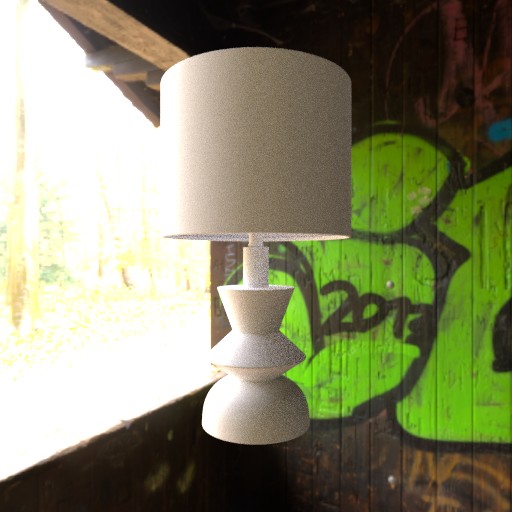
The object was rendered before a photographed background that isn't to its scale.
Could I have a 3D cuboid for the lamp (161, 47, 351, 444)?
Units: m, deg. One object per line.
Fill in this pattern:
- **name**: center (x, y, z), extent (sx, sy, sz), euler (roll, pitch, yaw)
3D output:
- **lamp**: center (0.000, 0.000, 0.715), extent (0.301, 0.533, 0.301), euler (0, 0, -1)
